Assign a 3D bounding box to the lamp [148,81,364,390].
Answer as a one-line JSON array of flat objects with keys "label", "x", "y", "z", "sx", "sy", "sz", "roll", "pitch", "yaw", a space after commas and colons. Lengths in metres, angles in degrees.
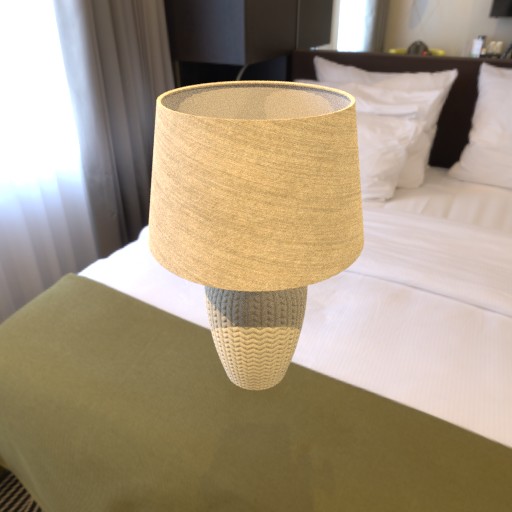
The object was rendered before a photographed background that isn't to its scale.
[{"label": "lamp", "x": 0.000, "y": 0.000, "z": 0.843, "sx": 0.390, "sy": 0.580, "sz": 0.390, "roll": 0, "pitch": 30, "yaw": 0}]
